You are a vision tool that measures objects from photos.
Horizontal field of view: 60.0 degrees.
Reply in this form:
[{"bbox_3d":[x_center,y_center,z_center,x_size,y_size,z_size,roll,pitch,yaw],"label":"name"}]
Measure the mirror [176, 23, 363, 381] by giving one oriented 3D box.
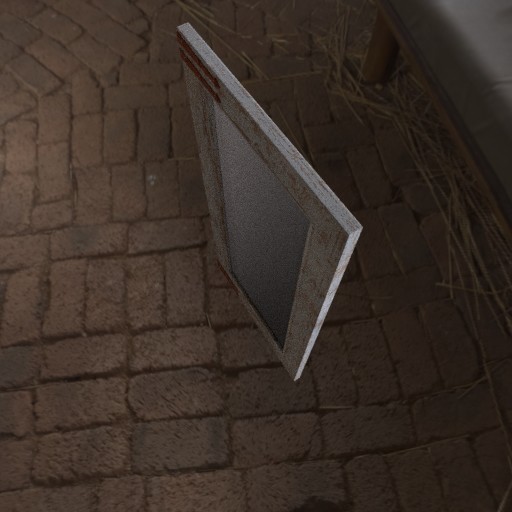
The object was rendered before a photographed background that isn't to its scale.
[{"bbox_3d":[0.000,0.000,1.063,0.027,0.922,0.472,-29,67,-14],"label":"mirror"}]
